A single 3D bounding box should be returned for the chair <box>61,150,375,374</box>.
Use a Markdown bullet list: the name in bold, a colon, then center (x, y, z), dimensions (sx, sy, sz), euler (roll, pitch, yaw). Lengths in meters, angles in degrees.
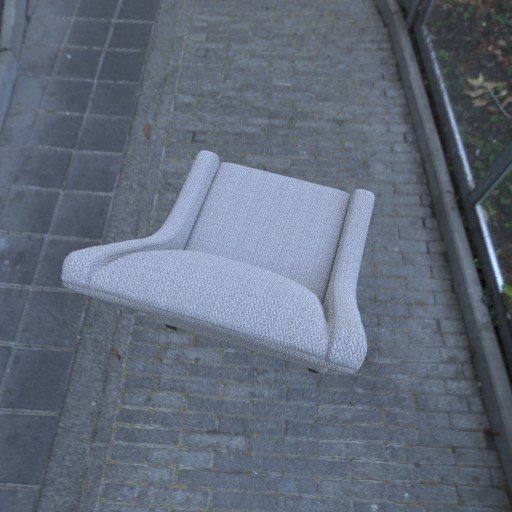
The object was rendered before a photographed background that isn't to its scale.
- **chair**: center (0.000, 0.000, 1.638), dimensions (0.774, 1.014, 0.870), euler (15, 65, 7)
